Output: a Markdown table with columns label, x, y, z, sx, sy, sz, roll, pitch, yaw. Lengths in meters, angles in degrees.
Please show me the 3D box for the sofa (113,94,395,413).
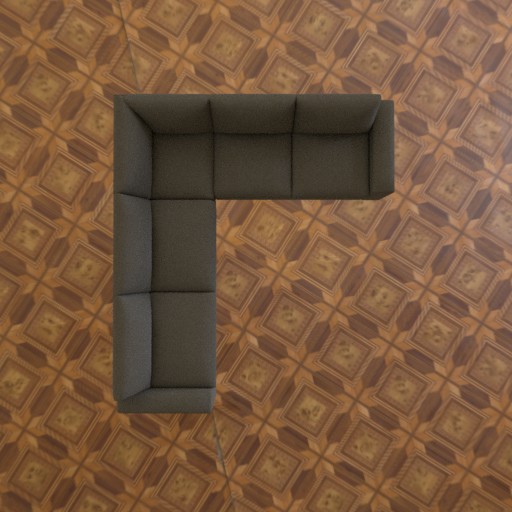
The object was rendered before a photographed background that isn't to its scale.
| label | x | y | z | sx | sy | sz | roll | pitch | yaw |
| --- | --- | --- | --- | --- | --- | --- | --- | --- | --- |
| sofa | 0.000 | 0.000 | 4.744 | 2.895 | 0.965 | 3.277 | 0 | 89 | 0 |
